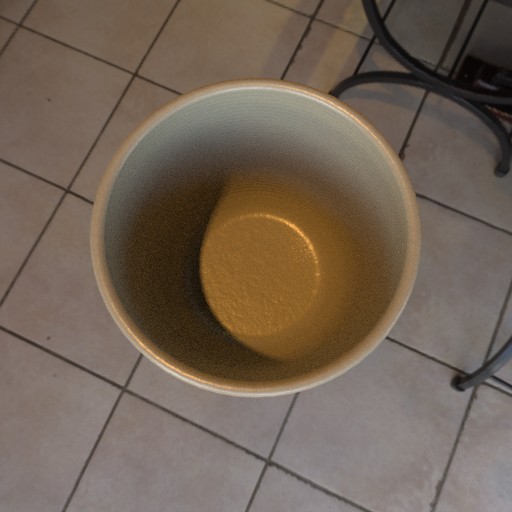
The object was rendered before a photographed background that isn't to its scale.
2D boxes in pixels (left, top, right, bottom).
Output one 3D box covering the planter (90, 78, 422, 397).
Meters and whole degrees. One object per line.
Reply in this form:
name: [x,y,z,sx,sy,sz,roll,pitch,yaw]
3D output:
planter: [0.000,0.000,0.217,0.124,0.109,0.124,0,77,0]
